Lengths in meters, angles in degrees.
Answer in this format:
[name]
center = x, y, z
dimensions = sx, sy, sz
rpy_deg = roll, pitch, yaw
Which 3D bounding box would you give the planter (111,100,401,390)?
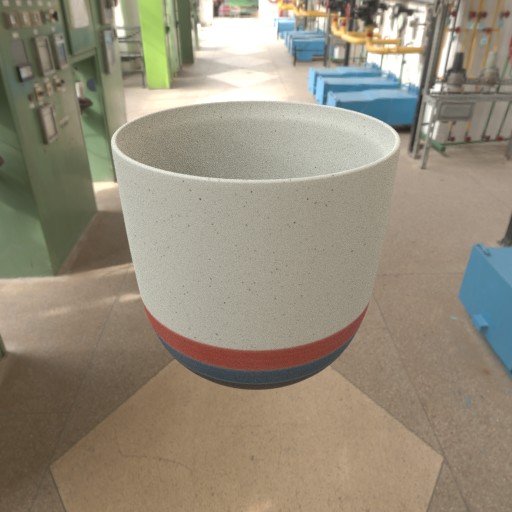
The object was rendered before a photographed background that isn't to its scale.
[planter]
center = 0.000, 0.000, 0.377
dimensions = 0.204, 0.214, 0.204
rpy_deg = 0, 31, 0
